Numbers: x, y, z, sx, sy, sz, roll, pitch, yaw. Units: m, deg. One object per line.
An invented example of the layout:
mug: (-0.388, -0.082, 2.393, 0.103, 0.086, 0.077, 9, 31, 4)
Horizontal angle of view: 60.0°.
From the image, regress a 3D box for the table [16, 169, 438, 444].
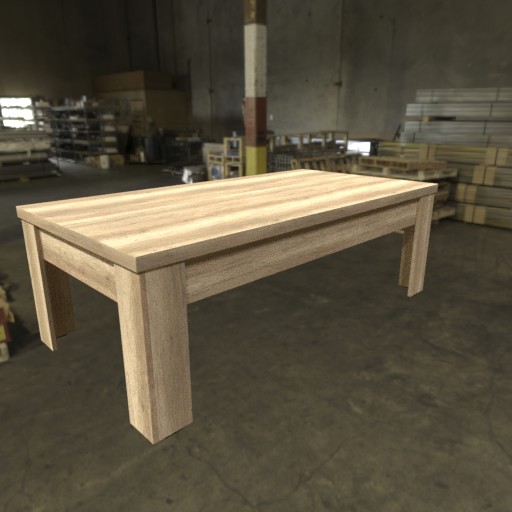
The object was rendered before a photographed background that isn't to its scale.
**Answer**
table: (0.000, 0.000, 1.624, 1.350, 0.460, 0.700, -17, 24, -42)
